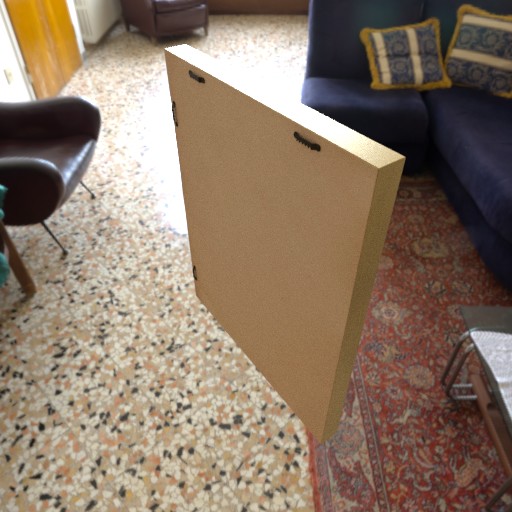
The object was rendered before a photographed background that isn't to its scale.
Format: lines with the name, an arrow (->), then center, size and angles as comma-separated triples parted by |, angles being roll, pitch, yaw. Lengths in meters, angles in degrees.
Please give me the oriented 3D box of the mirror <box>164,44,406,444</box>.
mirror -> 0.000, 0.000, 0.679 | 0.041, 0.508, 0.405 | -25, 47, -26
